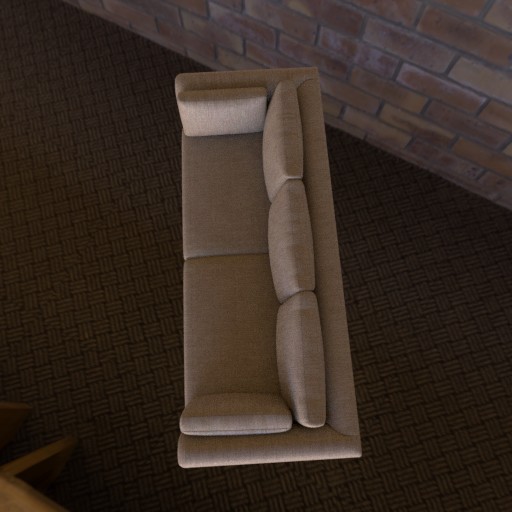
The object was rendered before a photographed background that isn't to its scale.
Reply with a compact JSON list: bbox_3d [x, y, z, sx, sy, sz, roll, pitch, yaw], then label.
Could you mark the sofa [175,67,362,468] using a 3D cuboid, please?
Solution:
[{"bbox_3d":[0.000,0.000,2.925,0.969,0.867,2.415,-3,74,-1],"label":"sofa"}]
